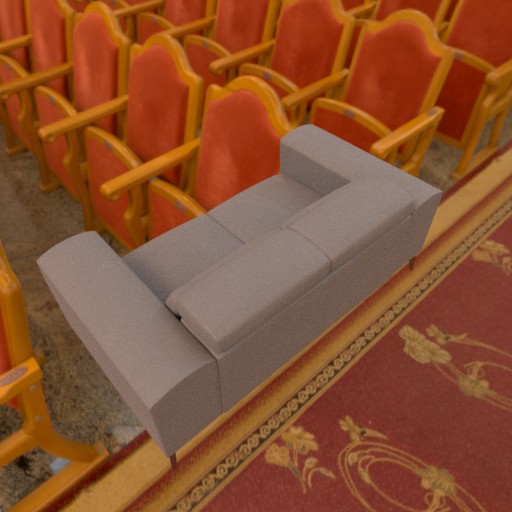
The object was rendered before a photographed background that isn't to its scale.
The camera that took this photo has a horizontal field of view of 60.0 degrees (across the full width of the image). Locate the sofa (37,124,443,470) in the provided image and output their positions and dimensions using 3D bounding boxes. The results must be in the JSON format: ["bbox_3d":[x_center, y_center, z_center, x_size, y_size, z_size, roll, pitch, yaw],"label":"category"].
[{"bbox_3d":[0.000,0.000,2.395,1.895,0.779,1.003,-32,54,-28],"label":"sofa"}]
